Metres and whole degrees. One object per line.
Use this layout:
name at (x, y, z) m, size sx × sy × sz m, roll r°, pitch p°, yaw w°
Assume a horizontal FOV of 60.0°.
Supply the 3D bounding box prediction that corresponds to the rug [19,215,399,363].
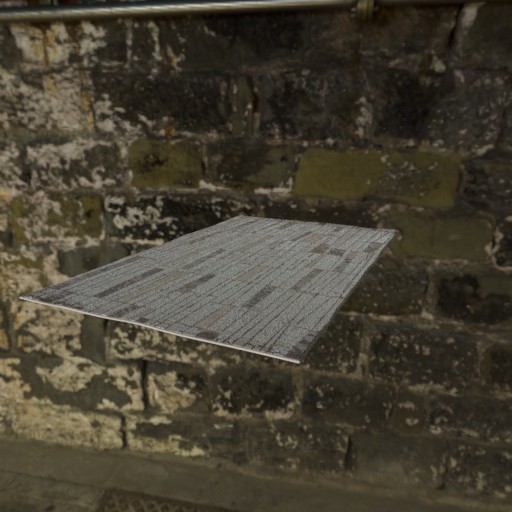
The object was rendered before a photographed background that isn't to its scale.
rug at (0.000, 0.000, 3.010) m, size 1.531 × 0.023 × 2.444 m, roll 8°, pitch 18°, yaw 24°
